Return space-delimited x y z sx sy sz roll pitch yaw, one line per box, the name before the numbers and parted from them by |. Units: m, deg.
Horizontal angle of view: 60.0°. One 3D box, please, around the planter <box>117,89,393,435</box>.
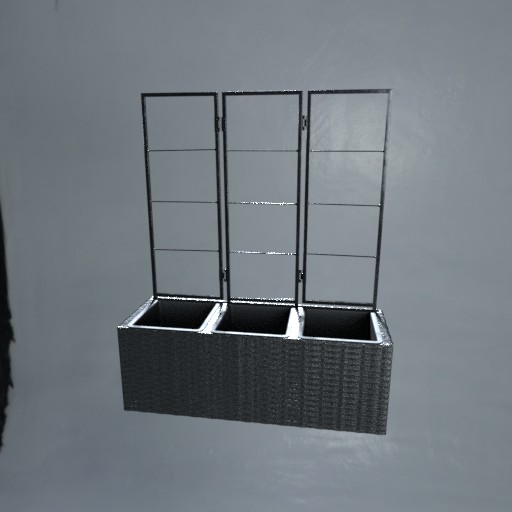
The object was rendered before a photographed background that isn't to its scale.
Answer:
planter | 0.000 0.000 1.170 0.698 0.841 0.244 2 15 9
